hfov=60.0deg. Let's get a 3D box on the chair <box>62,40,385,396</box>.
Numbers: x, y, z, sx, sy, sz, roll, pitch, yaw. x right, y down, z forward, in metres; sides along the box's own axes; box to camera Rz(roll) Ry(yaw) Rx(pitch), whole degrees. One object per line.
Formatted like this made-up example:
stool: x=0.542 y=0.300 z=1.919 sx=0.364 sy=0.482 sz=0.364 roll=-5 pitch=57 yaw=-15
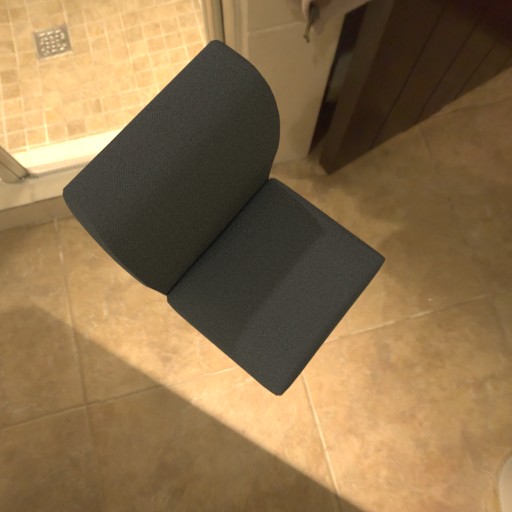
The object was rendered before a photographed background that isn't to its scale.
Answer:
chair: x=0.000 y=0.000 z=1.192 sx=0.592 sy=0.804 sz=0.513 roll=37 pitch=78 yaw=9
